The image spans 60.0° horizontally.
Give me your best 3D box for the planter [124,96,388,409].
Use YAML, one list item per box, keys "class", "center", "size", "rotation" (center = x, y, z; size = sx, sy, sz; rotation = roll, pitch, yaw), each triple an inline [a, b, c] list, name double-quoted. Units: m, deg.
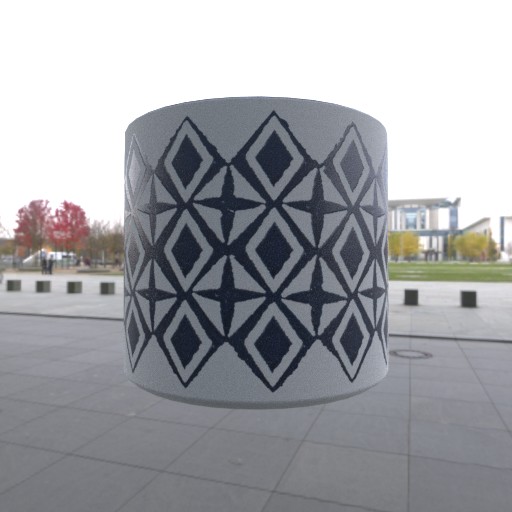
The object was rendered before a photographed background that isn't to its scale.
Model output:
- class: "planter"
  center: [0.000, 0.000, 0.391]
  size: [0.224, 0.203, 0.224]
  rotation: [0, 0, 0]
